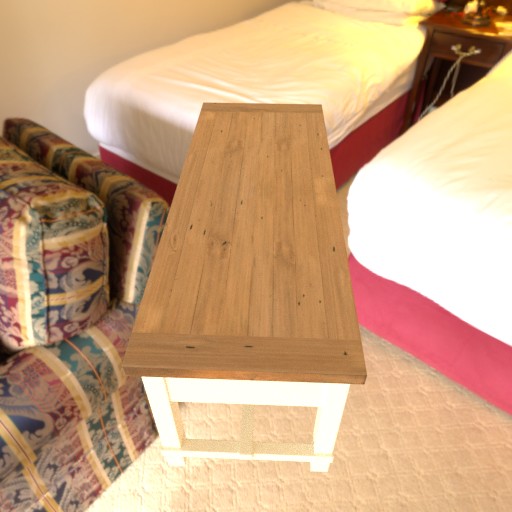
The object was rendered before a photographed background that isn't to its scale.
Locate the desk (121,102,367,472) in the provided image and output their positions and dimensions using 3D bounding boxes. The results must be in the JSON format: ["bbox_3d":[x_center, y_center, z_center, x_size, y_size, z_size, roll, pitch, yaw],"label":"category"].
[{"bbox_3d":[0.000,0.000,2.161,0.688,0.762,1.803,2,42,2],"label":"desk"}]
